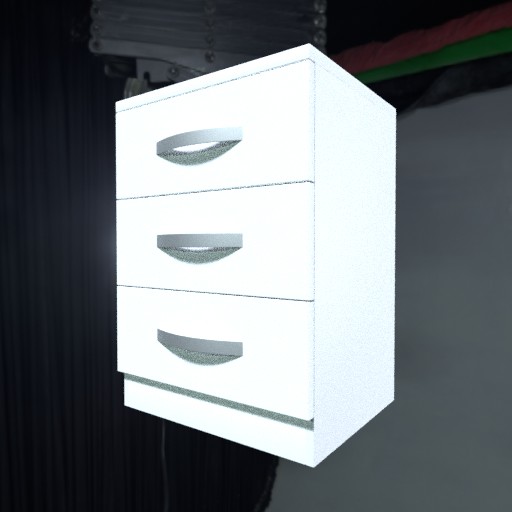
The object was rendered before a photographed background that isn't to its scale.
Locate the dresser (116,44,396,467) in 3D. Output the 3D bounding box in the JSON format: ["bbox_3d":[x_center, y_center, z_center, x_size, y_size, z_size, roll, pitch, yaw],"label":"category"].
[{"bbox_3d":[0.000,0.000,0.824,0.400,0.560,0.360,1,2,36],"label":"dresser"}]
